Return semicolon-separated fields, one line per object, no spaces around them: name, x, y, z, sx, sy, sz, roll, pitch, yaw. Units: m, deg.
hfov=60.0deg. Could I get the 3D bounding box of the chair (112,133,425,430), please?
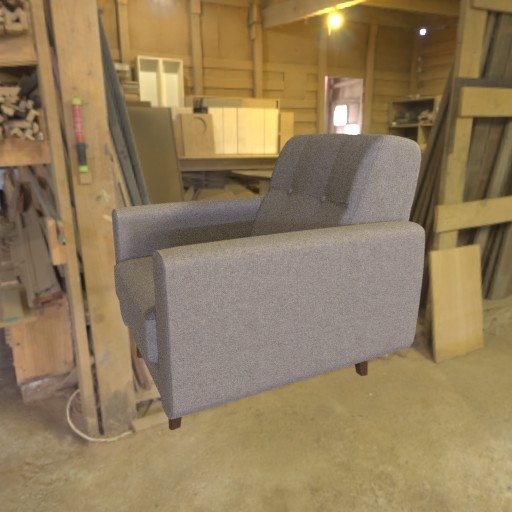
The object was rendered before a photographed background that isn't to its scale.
chair;0.000;0.000;1.574;0.907;0.839;0.831;-7;17;-24
